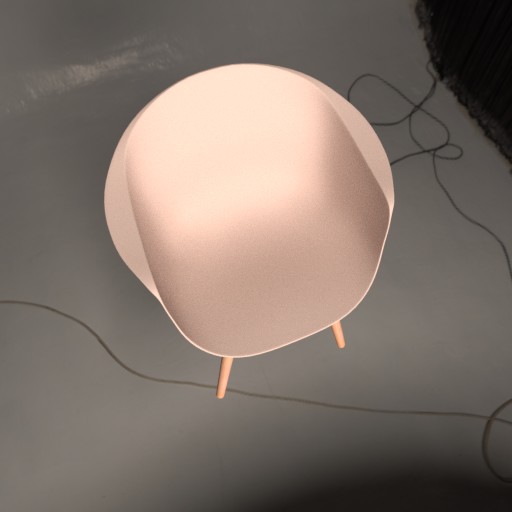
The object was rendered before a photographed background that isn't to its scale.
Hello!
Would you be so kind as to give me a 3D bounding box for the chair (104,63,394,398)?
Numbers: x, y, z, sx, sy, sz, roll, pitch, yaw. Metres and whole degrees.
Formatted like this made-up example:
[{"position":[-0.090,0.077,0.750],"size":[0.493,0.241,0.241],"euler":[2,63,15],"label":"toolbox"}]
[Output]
[{"position":[0.000,0.000,1.151],"size":[0.593,0.781,0.504],"euler":[-20,65,-10],"label":"chair"}]
